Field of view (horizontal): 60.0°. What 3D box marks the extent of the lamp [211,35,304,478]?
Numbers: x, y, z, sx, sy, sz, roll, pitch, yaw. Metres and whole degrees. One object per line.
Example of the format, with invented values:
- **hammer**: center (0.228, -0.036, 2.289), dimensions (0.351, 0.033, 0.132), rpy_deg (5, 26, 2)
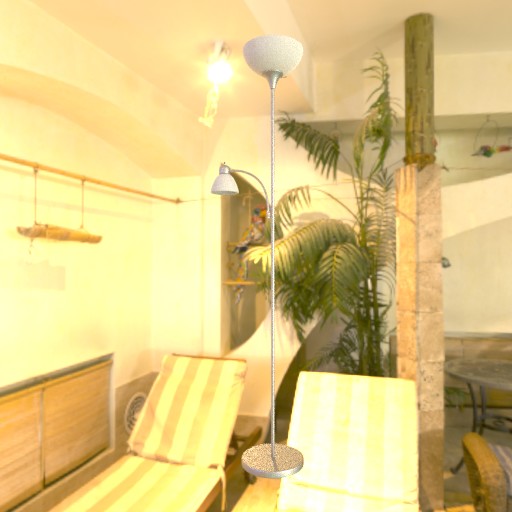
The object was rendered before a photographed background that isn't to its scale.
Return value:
- **lamp**: center (0.000, 0.000, 1.960), dimensions (0.425, 1.804, 0.279), rpy_deg (0, -1, 17)
